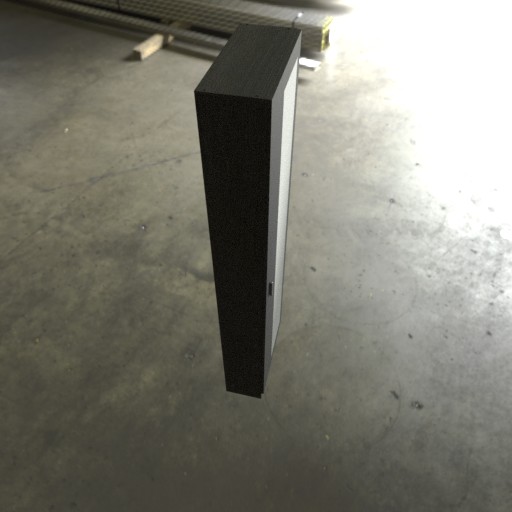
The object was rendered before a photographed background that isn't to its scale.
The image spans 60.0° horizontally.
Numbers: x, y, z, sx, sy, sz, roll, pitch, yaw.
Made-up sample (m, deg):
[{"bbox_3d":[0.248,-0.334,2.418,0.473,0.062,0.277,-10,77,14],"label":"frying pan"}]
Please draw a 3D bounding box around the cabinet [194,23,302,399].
[{"bbox_3d":[0.000,0.000,2.008,0.230,1.790,0.500,10,48,9],"label":"cabinet"}]
